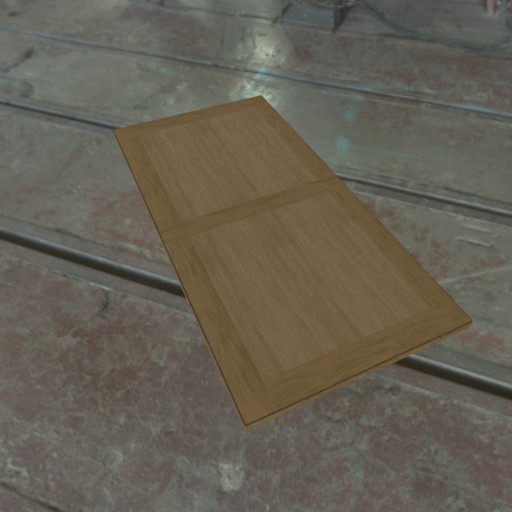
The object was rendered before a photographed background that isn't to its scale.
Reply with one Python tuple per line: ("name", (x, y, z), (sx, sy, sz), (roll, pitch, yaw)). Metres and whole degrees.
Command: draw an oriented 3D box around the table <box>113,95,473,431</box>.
("table", (0.000, 0.000, 2.514), (1.000, 0.762, 1.982), (-19, 51, -16))
